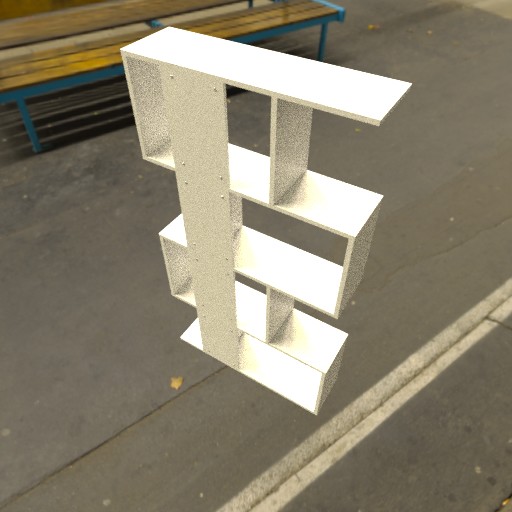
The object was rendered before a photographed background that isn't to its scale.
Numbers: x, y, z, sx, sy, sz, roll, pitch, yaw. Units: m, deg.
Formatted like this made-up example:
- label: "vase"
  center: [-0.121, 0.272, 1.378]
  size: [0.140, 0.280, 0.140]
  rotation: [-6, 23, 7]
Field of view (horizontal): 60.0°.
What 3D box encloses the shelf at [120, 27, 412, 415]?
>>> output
- label: "shelf"
  center: [0.000, 0.000, 1.938]
  size: [0.890, 1.650, 0.250]
  rotation: [24, 50, 22]
